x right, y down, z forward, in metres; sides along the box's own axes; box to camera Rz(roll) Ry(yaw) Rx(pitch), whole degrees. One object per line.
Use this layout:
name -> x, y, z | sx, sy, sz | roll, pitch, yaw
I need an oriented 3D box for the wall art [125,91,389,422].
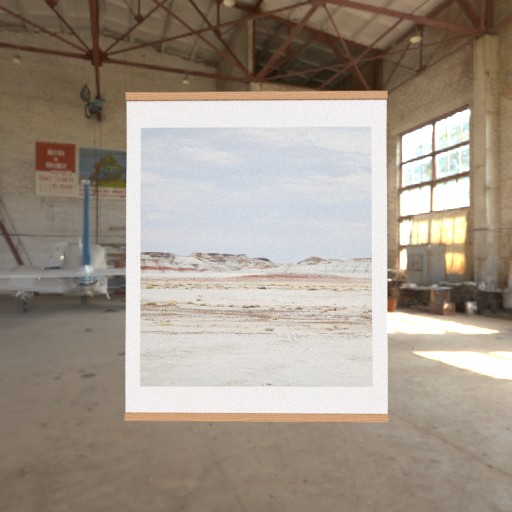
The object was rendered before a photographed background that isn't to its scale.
wall art -> 0.000, 0.000, 0.686 | 0.404, 0.507, 0.010 | 0, -1, 1
